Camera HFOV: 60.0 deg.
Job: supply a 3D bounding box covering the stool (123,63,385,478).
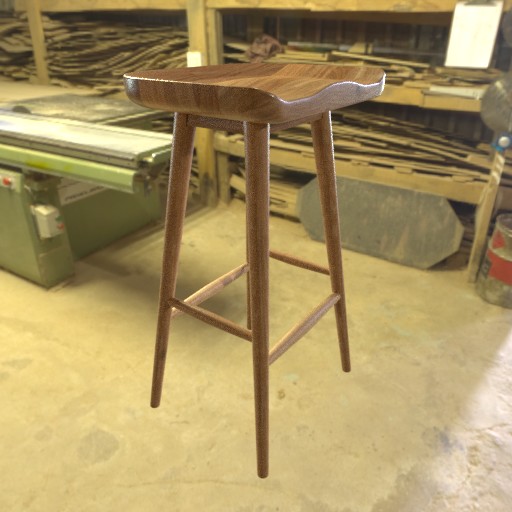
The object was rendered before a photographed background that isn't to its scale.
[{"bbox_3d":[0.000,0.000,0.904,0.322,0.698,0.407,18,32,32],"label":"stool"}]
